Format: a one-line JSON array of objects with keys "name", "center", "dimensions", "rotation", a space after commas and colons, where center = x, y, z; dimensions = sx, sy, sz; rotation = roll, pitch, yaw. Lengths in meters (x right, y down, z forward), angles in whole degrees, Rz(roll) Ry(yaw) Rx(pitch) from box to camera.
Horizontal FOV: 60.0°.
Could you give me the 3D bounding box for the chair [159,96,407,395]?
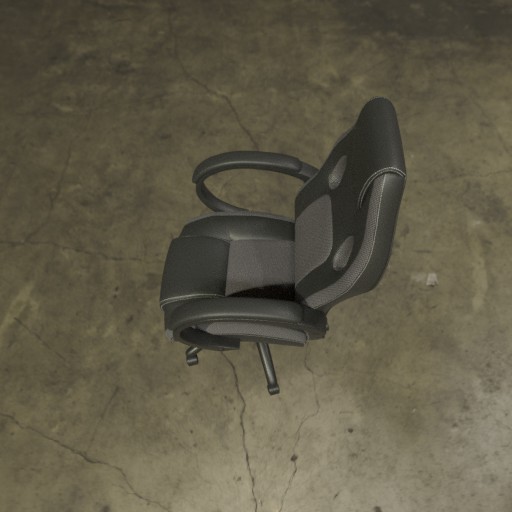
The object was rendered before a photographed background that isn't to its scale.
[{"name": "chair", "center": [0.000, 0.000, 1.579], "dimensions": [0.724, 1.187, 0.673], "rotation": [2, 58, 1]}]
